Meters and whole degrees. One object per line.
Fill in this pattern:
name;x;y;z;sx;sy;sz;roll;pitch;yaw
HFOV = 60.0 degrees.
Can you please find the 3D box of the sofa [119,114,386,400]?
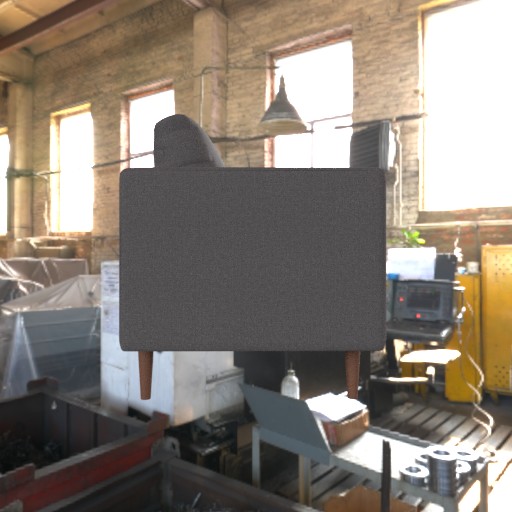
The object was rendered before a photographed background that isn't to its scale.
sofa;0.000;0.000;1.963;0.796;0.908;1.430;0;0;0
